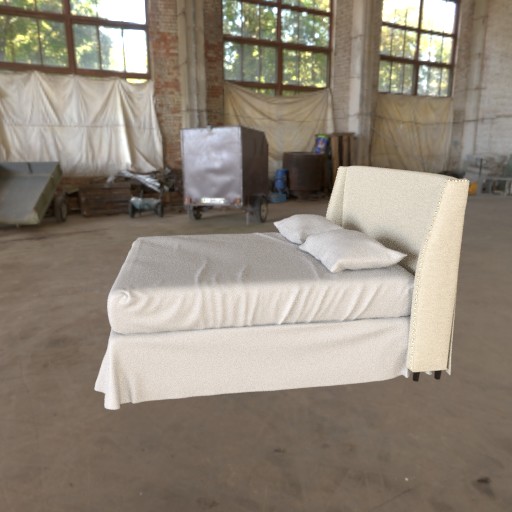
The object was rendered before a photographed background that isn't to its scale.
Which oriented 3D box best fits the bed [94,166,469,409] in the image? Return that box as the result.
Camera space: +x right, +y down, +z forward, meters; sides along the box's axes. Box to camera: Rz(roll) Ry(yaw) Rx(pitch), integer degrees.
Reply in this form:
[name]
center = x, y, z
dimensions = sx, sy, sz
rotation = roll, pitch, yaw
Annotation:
[bed]
center = 0.000, 0.000, 3.488
dimensions = 2.276, 1.332, 1.925
rotation = -2, 14, -9
